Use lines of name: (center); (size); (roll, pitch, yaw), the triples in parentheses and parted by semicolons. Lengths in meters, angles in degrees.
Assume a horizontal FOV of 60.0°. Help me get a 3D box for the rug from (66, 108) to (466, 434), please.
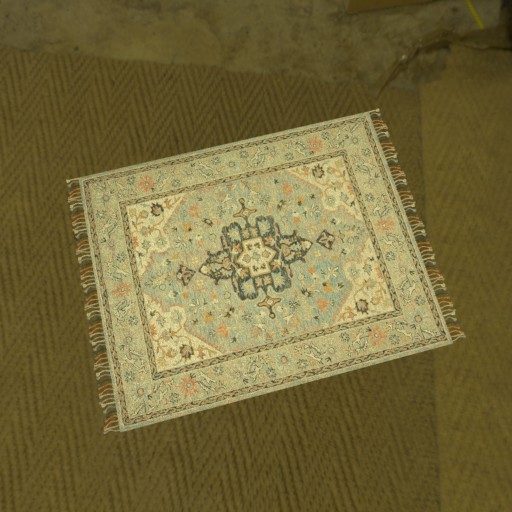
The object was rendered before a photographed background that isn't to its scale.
rug: (0.000, 0.000, 3.372); (2.651, 0.010, 1.971); (-14, 75, -4)
